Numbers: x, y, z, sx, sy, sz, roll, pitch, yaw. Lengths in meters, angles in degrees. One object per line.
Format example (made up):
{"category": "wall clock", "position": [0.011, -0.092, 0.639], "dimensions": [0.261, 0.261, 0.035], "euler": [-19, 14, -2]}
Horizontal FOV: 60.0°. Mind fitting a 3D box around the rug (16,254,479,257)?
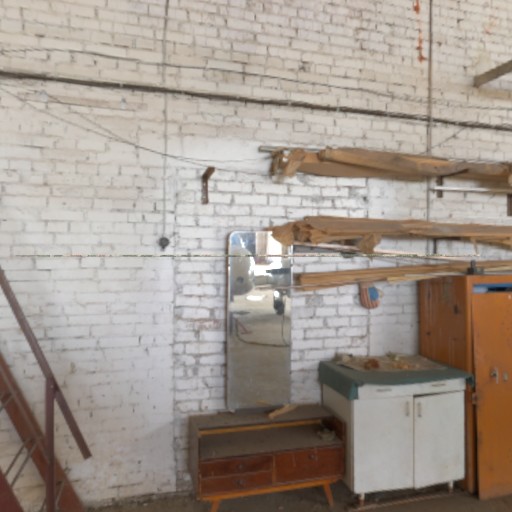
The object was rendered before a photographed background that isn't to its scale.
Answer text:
{"category": "rug", "position": [0.000, 0.000, 2.879], "dimensions": [2.438, 0.011, 1.524], "euler": [0, 0, 19]}
